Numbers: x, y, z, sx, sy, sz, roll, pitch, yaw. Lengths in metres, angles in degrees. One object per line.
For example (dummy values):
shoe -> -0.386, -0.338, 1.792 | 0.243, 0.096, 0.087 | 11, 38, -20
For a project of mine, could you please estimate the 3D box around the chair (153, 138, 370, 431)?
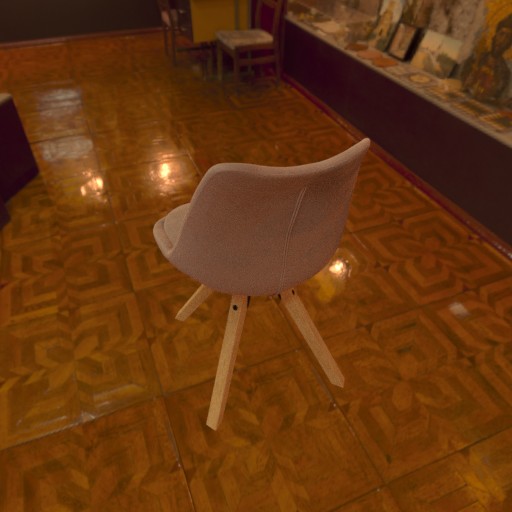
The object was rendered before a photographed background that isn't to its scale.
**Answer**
chair -> 0.000, 0.000, 1.169 | 0.485, 0.850, 0.550 | -13, 43, -15
